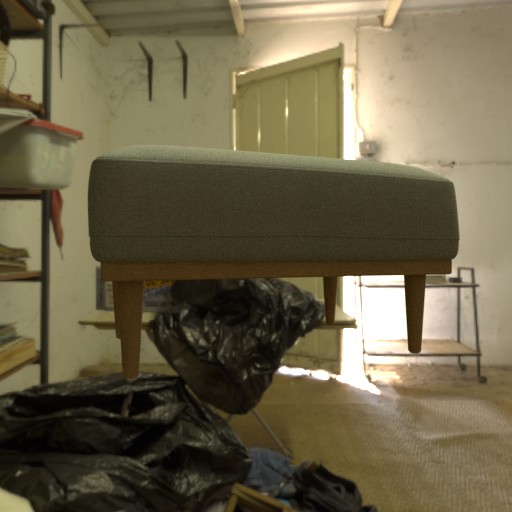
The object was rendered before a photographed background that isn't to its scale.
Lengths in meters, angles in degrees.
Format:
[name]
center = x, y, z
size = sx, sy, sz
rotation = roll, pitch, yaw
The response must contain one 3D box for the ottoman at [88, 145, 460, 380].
[ottoman]
center = 0.000, 0.000, 1.064
size = 0.749, 0.428, 0.549
rotation = 0, 1, -19
